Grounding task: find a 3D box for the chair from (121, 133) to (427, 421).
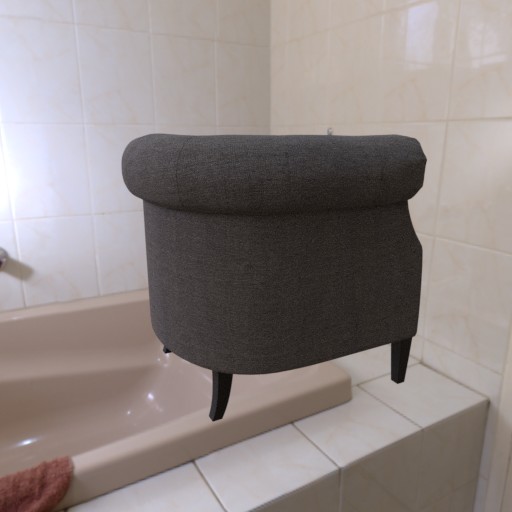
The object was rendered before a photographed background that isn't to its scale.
[{"bbox_3d":[0.000,0.000,1.555,0.852,0.827,0.905,-8,17,-27],"label":"chair"}]
